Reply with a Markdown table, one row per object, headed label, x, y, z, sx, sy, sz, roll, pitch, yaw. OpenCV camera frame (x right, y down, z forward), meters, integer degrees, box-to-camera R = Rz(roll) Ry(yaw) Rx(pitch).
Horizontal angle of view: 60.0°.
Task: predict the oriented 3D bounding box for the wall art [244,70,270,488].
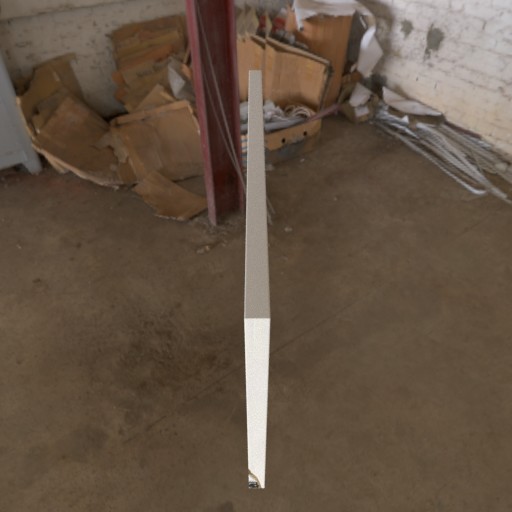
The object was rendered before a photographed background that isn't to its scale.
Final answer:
| label | x | y | z | sx | sy | sz | roll | pitch | yaw |
| --- | --- | --- | --- | --- | --- | --- | --- | --- | --- |
| wall art | 0.000 | 0.000 | 1.128 | 0.038 | 0.601 | 0.898 | 0 | 43 | 0 |
